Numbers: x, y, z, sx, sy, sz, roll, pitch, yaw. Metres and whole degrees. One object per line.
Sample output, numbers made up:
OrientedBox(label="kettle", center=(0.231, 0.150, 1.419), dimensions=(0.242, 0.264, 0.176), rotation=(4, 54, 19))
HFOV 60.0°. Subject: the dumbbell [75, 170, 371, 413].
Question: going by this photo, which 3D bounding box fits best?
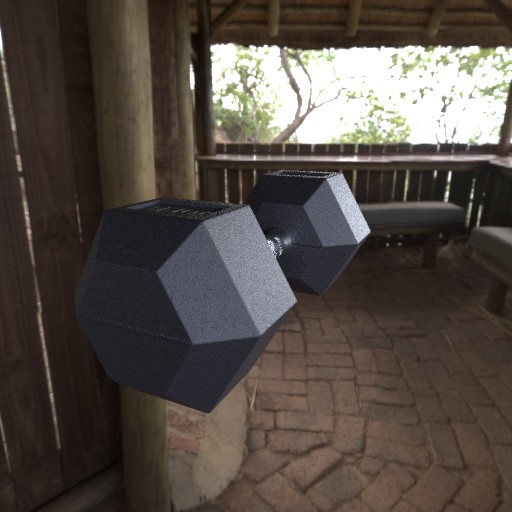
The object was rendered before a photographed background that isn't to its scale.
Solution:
OrientedBox(label="dumbbell", center=(0.000, 0.000, 0.436), dimensions=(0.157, 0.137, 0.361), rotation=(8, 18, 25))
